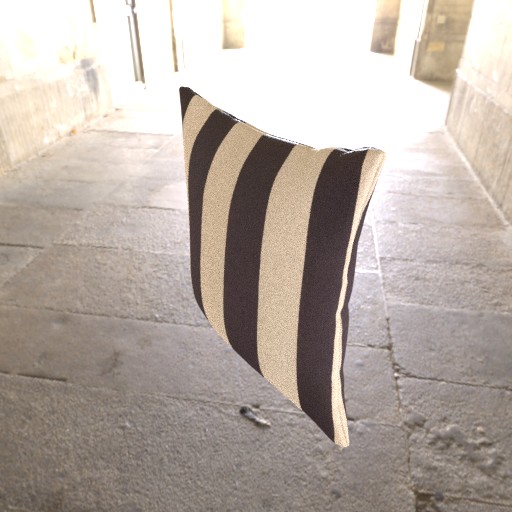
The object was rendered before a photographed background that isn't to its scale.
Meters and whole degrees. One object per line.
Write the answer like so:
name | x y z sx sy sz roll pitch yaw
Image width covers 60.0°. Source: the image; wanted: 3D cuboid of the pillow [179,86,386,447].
pillow | 0.000 0.000 0.823 0.189 0.526 0.536 -20 37 -30
